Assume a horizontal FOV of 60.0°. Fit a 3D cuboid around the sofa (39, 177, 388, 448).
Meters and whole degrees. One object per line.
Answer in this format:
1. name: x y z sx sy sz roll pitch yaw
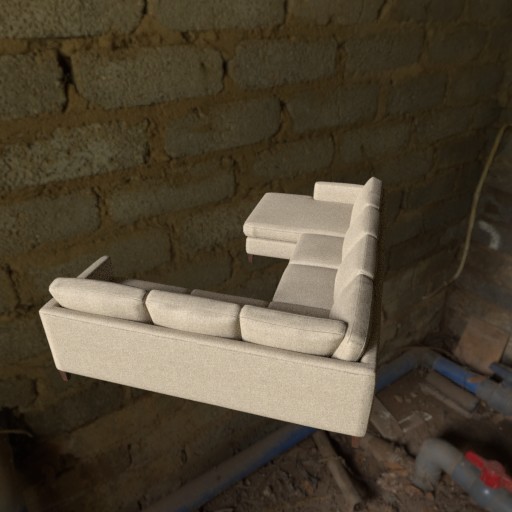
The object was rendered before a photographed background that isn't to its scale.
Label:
1. sofa: 0.000 0.000 4.673 2.593 0.959 3.460 8 31 14
